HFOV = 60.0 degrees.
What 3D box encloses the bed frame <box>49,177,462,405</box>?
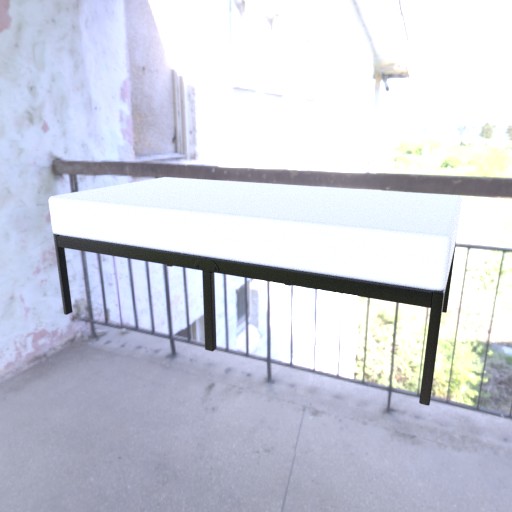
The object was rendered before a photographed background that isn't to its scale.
[{"bbox_3d":[0.000,0.000,2.418,1.950,0.659,1.023,8,18,25],"label":"bed frame"}]
